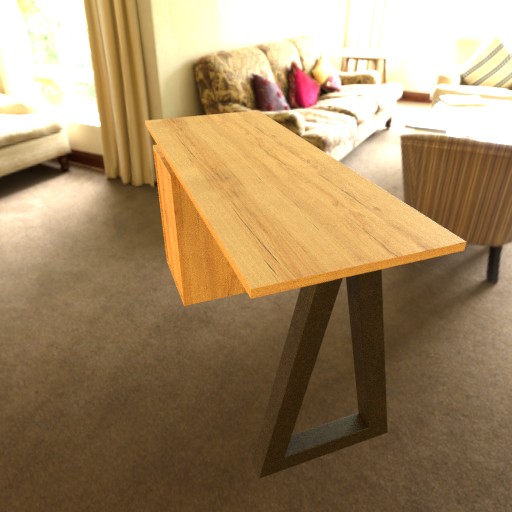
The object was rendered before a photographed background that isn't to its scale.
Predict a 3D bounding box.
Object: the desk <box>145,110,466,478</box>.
[{"bbox_3d":[0.000,0.000,1.735,0.550,0.760,1.400,-11,33,-18],"label":"desk"}]
